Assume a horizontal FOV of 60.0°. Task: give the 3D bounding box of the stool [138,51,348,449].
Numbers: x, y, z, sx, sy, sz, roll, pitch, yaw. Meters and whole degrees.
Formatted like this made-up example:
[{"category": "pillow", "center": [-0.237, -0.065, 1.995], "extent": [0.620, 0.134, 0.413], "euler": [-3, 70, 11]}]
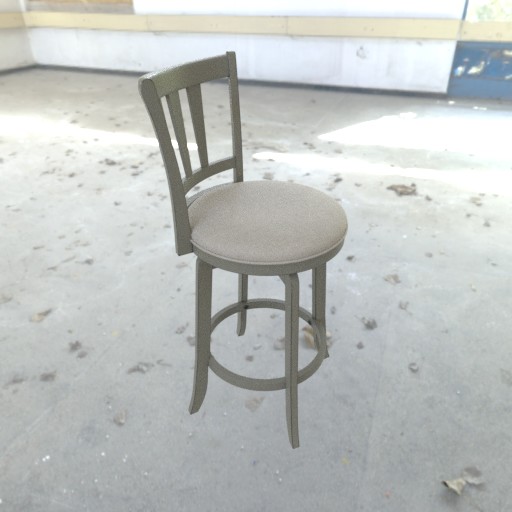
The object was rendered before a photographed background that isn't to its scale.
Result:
[{"category": "stool", "center": [0.000, 0.000, 1.248], "extent": [0.486, 0.994, 0.450], "euler": [11, 34, 18]}]
